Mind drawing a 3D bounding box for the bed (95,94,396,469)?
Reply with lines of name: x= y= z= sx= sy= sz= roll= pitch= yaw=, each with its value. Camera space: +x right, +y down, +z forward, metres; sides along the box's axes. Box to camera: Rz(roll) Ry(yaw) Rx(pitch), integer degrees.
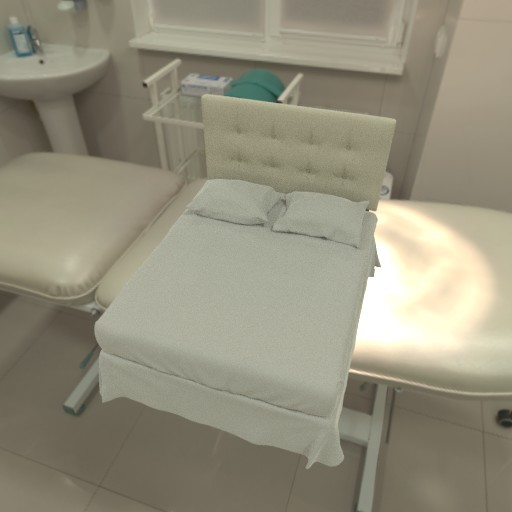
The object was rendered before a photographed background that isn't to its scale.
bed: x=0.000 y=0.000 z=3.404 sx=1.936 sy=1.577 sz=2.222 roll=12 pitch=43 yaw=14
